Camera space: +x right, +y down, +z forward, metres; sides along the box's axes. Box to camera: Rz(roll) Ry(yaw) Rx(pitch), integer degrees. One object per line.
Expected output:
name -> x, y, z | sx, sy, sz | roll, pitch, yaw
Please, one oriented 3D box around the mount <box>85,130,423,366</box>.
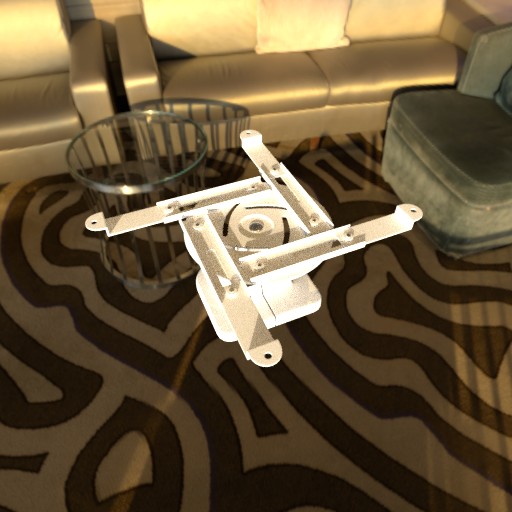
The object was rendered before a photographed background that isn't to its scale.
mount -> 0.000, 0.000, 0.602 | 0.394, 0.141, 0.394 | -17, 48, -16
